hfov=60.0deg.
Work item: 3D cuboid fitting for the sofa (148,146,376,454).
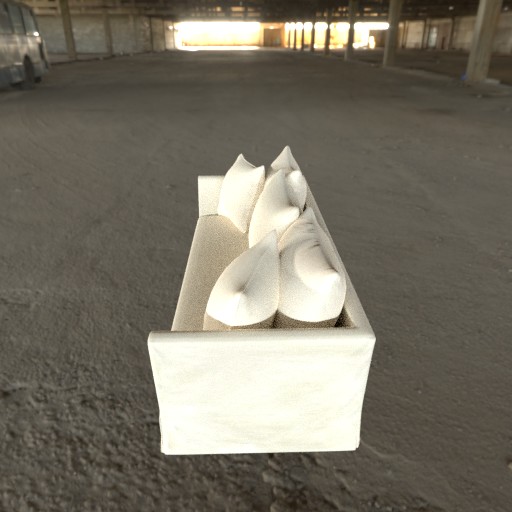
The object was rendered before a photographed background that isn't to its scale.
[{"bbox_3d":[0.000,0.000,3.075,1.030,1.042,2.484,-1,26,-1],"label":"sofa"}]
